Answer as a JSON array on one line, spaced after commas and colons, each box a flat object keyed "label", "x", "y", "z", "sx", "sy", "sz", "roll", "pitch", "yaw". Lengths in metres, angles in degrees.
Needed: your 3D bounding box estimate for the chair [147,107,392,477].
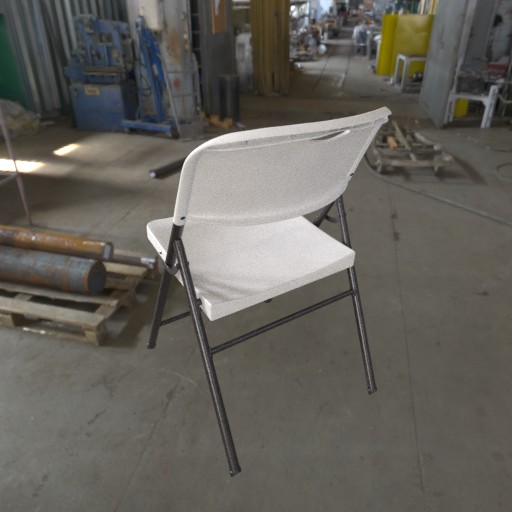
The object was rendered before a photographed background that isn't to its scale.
[{"label": "chair", "x": 0.000, "y": 0.000, "z": 1.162, "sx": 0.494, "sy": 0.810, "sz": 0.566, "roll": -18, "pitch": 35, "yaw": -28}]
